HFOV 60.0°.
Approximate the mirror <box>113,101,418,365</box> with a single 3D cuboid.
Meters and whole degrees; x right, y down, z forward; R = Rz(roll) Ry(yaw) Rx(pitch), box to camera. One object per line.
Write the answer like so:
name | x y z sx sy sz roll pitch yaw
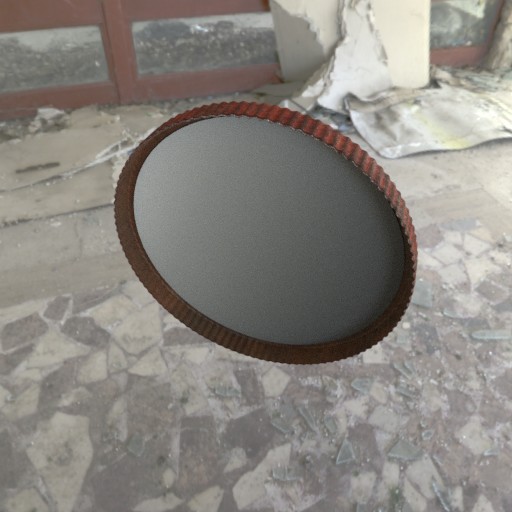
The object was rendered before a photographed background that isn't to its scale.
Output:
mirror | 0.000 0.000 0.890 0.609 0.609 0.056 12 43 14
